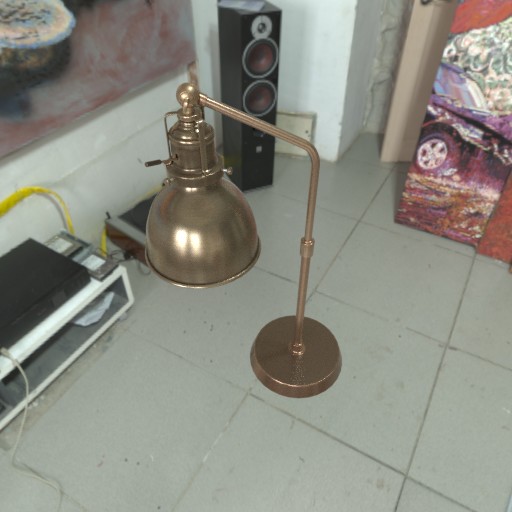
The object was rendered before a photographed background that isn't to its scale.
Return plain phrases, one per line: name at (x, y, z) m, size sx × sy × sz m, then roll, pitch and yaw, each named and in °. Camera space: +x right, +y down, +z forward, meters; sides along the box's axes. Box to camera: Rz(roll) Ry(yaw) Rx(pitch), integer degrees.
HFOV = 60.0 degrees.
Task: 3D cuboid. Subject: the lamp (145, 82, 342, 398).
lamp at (0.000, 0.000, 0.586) m, size 0.286 × 0.456 × 0.153 m, roll 0°, pitch 43°, yaw 0°
